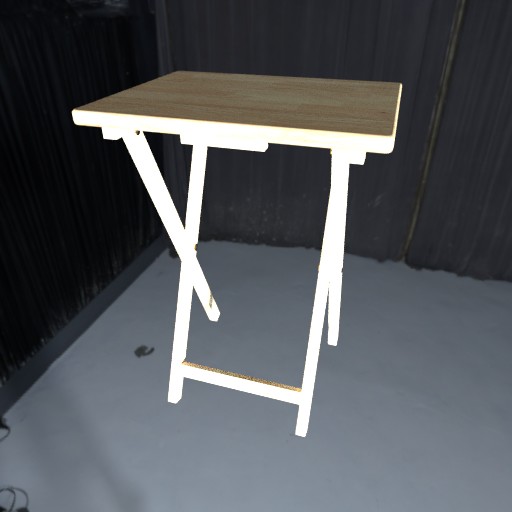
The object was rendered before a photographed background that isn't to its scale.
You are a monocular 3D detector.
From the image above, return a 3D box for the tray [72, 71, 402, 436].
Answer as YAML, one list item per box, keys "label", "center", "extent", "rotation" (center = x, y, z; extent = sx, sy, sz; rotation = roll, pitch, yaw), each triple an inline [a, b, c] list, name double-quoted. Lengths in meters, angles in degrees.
- label: "tray"
  center: [0.000, 0.000, 0.946]
  extent: [0.483, 0.660, 0.381]
  rotation: [9, 33, 14]
